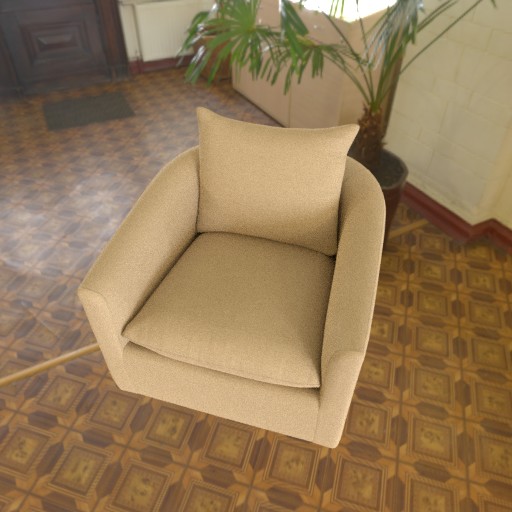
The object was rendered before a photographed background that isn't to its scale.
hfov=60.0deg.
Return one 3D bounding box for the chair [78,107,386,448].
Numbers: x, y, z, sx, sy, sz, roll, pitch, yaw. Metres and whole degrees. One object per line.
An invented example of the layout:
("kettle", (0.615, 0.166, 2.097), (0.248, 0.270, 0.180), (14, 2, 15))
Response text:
("chair", (0.000, 0.000, 1.612), (0.845, 0.848, 0.910), (11, 42, 12))
